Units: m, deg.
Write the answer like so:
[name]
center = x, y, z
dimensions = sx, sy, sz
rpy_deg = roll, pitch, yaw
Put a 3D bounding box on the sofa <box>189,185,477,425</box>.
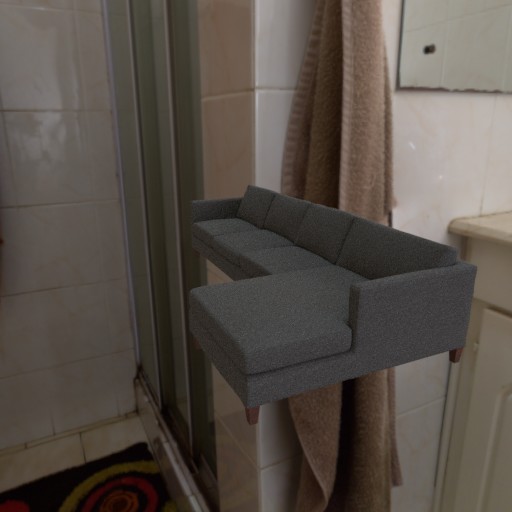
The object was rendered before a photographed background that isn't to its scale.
[sofa]
center = 0.000, 0.000, 3.905
dimensions = 1.625, 0.846, 3.186
rpy_deg = -8, 18, -24
